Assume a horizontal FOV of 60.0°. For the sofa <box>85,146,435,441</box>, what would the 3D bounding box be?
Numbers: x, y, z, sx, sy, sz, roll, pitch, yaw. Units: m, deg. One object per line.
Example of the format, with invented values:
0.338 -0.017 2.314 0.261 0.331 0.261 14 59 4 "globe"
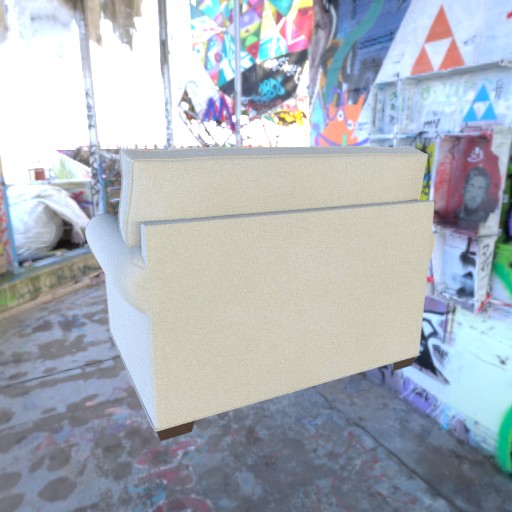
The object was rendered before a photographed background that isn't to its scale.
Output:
0.000 0.000 2.079 1.405 1.006 0.937 -7 16 -26 "sofa"
